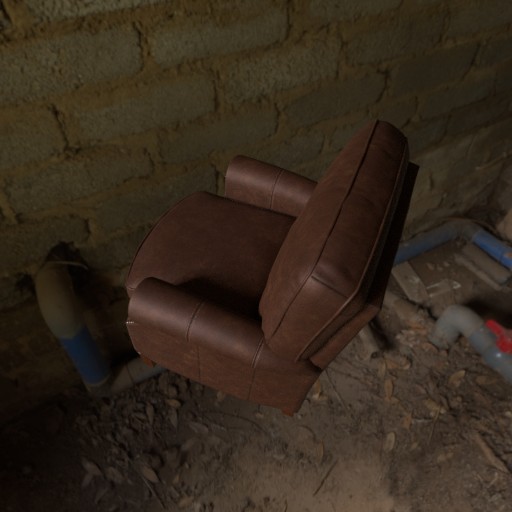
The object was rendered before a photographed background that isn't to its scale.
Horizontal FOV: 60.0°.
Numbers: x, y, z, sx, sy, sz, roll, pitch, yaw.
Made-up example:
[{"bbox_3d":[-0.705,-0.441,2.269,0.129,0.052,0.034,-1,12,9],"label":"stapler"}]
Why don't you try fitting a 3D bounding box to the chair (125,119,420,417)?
[{"bbox_3d":[0.000,0.000,1.744,0.986,1.018,0.936,17,50,15],"label":"chair"}]
